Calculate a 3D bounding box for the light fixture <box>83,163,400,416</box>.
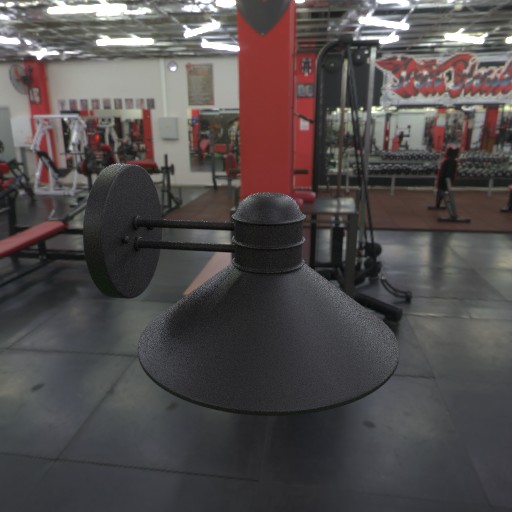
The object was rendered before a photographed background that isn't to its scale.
[{"bbox_3d":[0.000,0.000,0.664,0.434,0.265,0.396,3,17,10],"label":"light fixture"}]
